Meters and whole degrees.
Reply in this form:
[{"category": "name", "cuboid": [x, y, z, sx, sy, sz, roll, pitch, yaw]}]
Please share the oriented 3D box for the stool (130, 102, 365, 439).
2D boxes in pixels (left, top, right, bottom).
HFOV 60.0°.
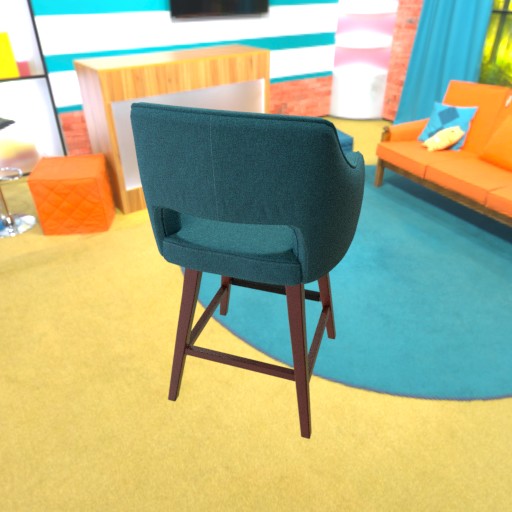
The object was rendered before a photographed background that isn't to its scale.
[{"category": "stool", "cuboid": [0.000, 0.000, 1.298, 0.548, 0.961, 0.556, 10, 34, 15]}]
